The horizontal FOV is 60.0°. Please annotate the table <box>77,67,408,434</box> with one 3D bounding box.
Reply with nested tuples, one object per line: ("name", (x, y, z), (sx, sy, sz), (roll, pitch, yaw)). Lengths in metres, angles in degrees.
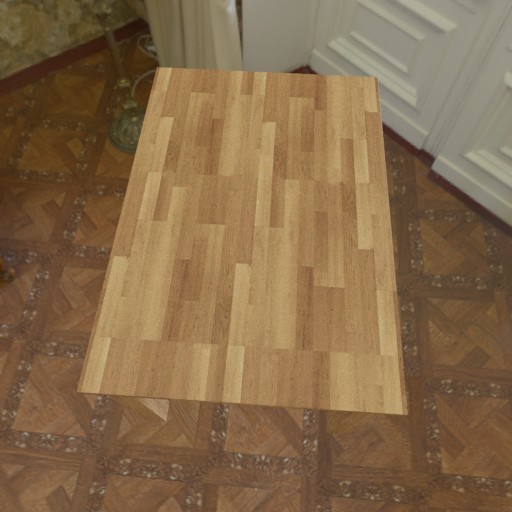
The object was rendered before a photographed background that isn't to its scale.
("table", (0.000, 0.000, 1.835), (0.900, 0.750, 1.300), (3, 62, 2))
